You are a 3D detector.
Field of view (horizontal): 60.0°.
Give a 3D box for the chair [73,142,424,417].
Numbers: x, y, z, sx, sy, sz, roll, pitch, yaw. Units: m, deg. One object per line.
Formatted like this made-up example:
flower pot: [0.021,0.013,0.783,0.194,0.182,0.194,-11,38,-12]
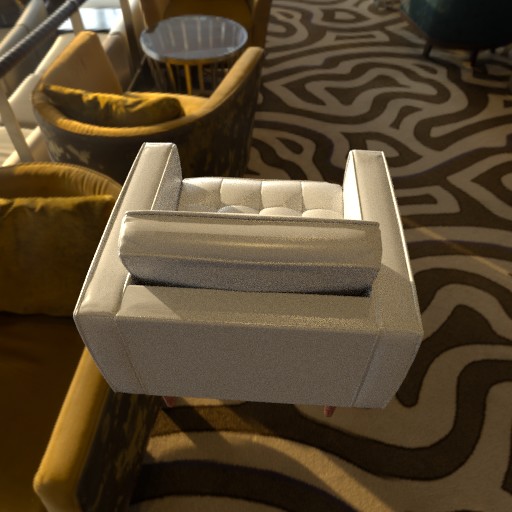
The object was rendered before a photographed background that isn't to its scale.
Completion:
chair: [0.000,0.000,1.517,0.928,0.773,0.843,3,48,2]
